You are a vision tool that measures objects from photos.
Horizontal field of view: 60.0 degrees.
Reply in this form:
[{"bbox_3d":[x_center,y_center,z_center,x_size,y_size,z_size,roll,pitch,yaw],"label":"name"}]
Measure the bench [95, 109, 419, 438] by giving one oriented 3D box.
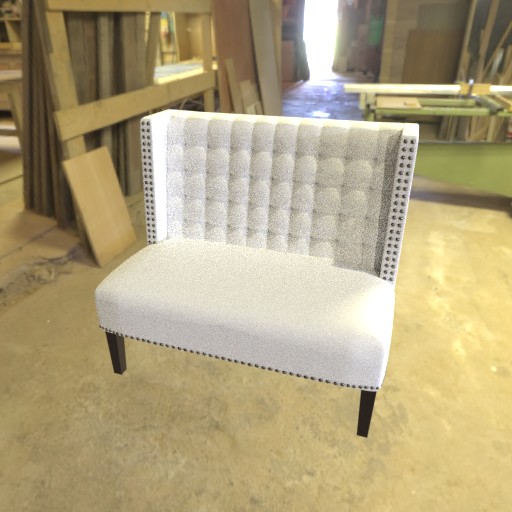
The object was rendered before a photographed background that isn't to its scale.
[{"bbox_3d":[0.000,0.000,2.050,1.280,1.123,0.847,9,28,17],"label":"bench"}]
